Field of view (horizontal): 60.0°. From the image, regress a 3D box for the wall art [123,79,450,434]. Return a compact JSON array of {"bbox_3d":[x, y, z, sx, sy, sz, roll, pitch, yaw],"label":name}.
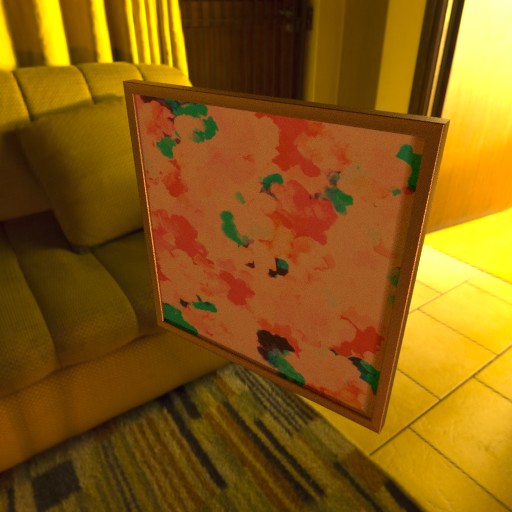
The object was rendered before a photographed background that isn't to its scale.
[{"bbox_3d":[0.000,0.000,1.112,0.767,0.765,0.036,19,35,29],"label":"wall art"}]
